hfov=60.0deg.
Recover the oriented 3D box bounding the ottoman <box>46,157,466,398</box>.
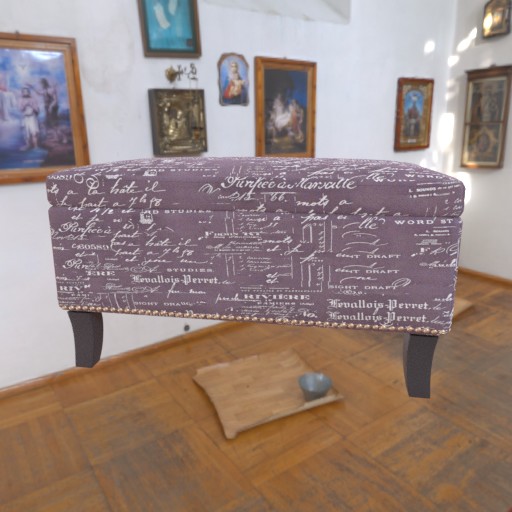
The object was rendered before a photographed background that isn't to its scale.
[{"bbox_3d":[0.000,0.000,1.056,0.813,0.457,0.406,3,15,9],"label":"ottoman"}]
